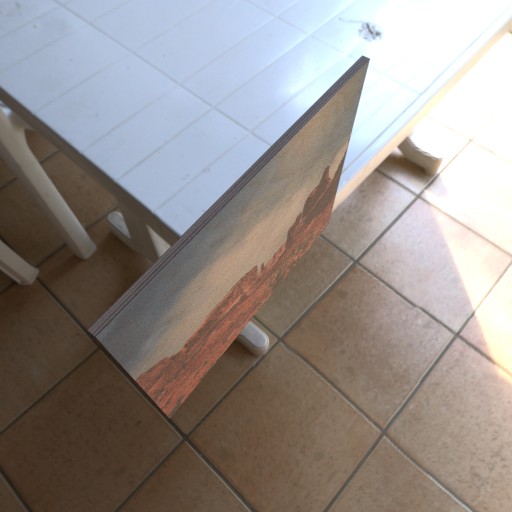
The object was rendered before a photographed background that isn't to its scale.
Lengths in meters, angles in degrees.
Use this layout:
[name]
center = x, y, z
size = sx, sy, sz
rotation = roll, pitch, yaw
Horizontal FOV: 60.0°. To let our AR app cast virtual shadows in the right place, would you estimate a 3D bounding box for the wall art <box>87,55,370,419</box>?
[wall art]
center = 0.000, 0.000, 0.690
size = 0.013, 0.406, 0.508
rotation = 33, 65, 18
